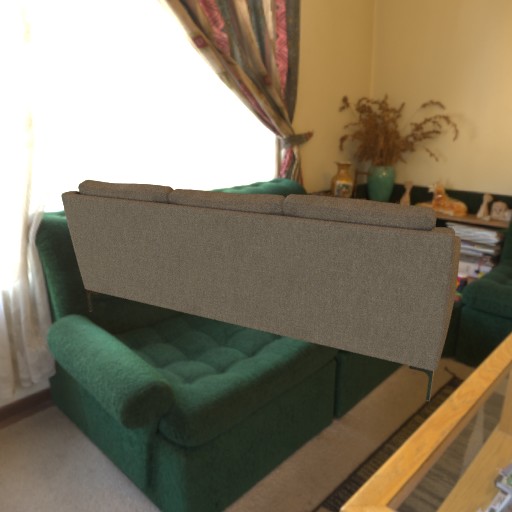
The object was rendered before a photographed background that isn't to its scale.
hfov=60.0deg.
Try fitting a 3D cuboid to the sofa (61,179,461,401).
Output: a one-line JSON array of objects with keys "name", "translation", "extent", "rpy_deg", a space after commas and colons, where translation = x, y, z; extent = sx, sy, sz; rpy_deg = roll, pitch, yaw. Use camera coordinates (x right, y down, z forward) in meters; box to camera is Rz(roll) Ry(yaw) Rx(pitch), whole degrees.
[{"name": "sofa", "translation": [0.000, 0.000, 2.482], "extent": [2.060, 0.837, 0.849], "rpy_deg": [9, 19, 26]}]
